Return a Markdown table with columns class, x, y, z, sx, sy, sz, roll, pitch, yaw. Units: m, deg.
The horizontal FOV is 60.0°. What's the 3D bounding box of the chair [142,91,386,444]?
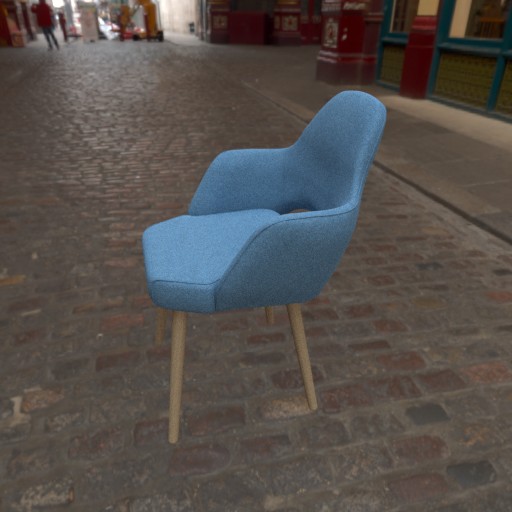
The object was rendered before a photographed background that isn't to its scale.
| class | x | y | z | sx | sy | sz | roll | pitch | yaw |
| --- | --- | --- | --- | --- | --- | --- | --- | --- | --- |
| chair | 0.000 | 0.000 | 1.354 | 0.666 | 0.920 | 0.589 | -8 | 30 | -14 |
